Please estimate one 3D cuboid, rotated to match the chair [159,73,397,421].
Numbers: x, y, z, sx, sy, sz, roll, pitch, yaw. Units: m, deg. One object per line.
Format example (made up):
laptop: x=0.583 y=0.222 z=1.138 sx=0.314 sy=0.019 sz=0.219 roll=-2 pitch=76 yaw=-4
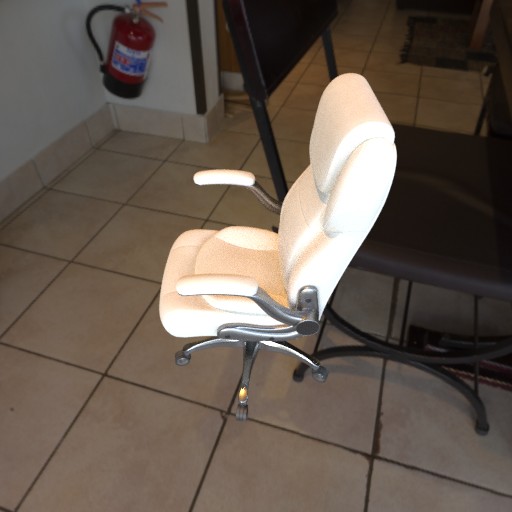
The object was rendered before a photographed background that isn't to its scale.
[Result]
chair: x=0.000 y=0.000 z=1.809 sx=0.806 sy=1.330 sz=0.755 roll=-1 pitch=42 yaw=-1
